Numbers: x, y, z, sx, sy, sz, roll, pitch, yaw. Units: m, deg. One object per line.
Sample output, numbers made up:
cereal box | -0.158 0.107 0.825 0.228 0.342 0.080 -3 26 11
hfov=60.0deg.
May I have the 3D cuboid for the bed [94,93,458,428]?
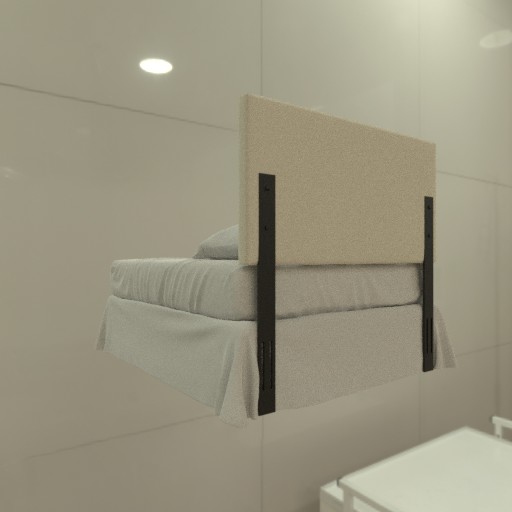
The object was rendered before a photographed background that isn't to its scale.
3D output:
bed | 0.000 0.000 3.424 1.936 1.577 2.222 0 0 -36
